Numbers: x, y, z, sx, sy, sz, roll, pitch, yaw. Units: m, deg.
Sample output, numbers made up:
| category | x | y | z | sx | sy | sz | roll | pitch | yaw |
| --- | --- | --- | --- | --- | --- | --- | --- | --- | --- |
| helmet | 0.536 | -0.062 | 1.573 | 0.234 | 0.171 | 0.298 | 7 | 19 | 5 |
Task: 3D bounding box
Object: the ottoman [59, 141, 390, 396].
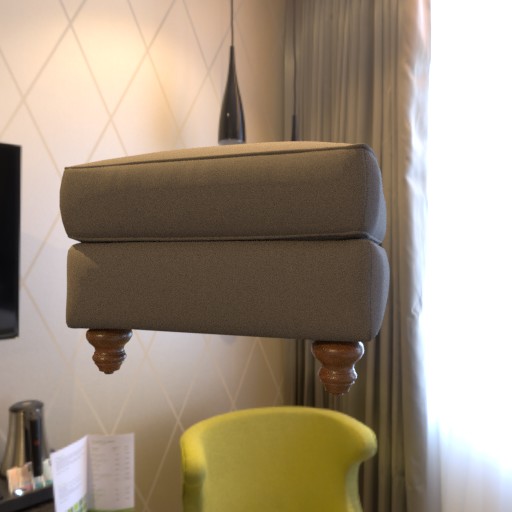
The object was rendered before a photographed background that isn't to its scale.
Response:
| category | x | y | z | sx | sy | sz | roll | pitch | yaw |
| --- | --- | --- | --- | --- | --- | --- | --- | --- | --- |
| ottoman | 0.000 | 0.000 | 1.147 | 0.662 | 0.505 | 0.721 | 0 | 0 | 17 |
